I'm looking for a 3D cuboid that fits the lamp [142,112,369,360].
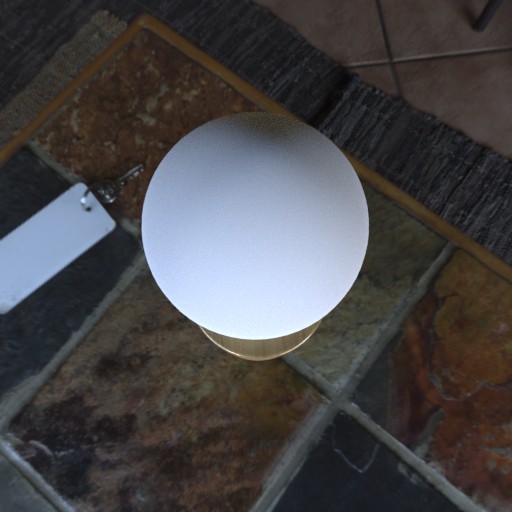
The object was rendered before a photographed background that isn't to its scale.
[{"bbox_3d":[0.000,0.000,0.336,0.141,0.250,0.152,-5,76,-1],"label":"lamp"}]
